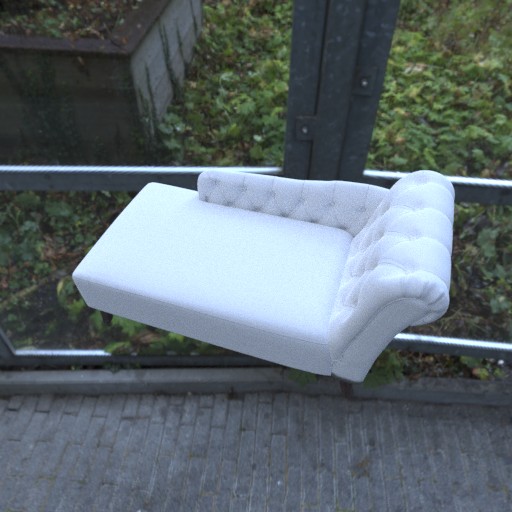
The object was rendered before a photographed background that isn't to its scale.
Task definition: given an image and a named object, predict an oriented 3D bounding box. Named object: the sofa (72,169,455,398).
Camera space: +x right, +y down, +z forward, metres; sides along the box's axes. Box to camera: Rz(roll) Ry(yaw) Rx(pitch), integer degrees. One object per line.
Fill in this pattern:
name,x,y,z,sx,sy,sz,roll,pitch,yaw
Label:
sofa,0.000,0.000,1.852,1.379,0.787,0.675,14,48,13
